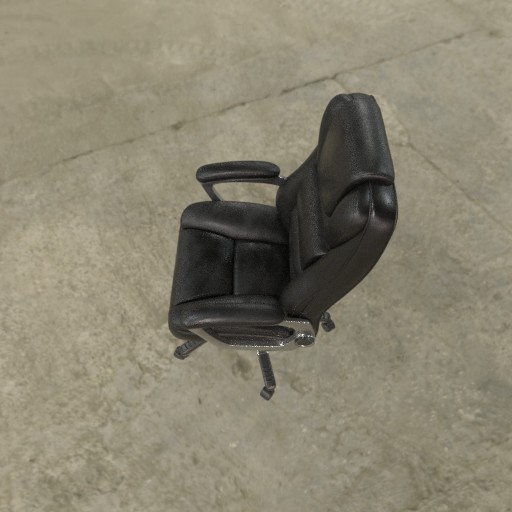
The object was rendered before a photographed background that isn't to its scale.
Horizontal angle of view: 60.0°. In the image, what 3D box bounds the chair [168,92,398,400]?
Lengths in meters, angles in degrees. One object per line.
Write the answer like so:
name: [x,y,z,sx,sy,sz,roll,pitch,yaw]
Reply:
chair: [0.000,0.000,1.516,0.689,1.075,0.697,0,57,0]
